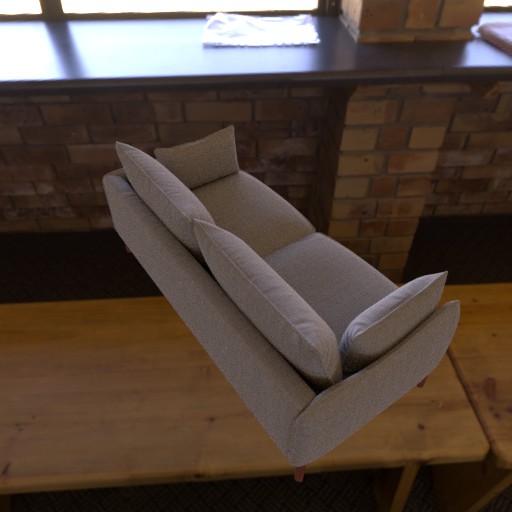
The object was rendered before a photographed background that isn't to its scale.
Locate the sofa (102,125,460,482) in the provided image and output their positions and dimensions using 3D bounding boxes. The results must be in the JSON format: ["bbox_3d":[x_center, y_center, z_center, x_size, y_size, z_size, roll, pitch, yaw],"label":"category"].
[{"bbox_3d":[0.000,0.000,2.437,0.972,0.851,1.989,-25,48,-25],"label":"sofa"}]
